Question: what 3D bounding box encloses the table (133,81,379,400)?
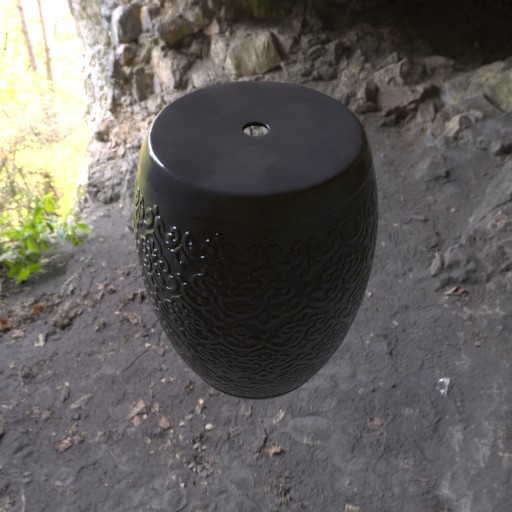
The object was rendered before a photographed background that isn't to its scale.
[{"bbox_3d":[0.000,0.000,0.614,0.309,0.397,0.309,0,46,0],"label":"table"}]
